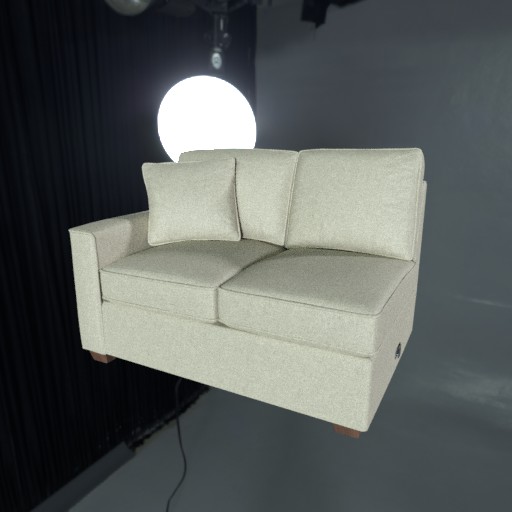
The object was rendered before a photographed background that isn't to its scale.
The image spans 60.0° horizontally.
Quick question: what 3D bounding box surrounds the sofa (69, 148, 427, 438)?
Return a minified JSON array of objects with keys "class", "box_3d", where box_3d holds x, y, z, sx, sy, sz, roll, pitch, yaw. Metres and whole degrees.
[{"class":"sofa","box_3d":[0.000,0.000,2.085,1.388,0.989,0.991,7,16,27]}]
